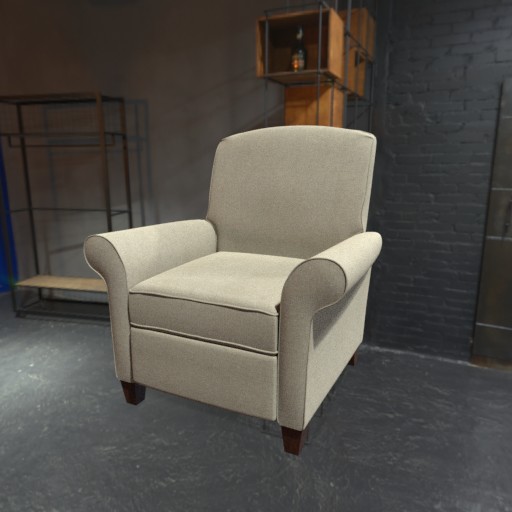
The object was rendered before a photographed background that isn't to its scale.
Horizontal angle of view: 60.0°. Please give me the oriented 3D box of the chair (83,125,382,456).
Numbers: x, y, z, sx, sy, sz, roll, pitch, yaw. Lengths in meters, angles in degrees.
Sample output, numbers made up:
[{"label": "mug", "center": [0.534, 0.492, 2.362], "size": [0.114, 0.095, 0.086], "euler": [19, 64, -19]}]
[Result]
[{"label": "chair", "center": [0.000, 0.000, 1.793], "size": [0.978, 1.061, 0.905], "euler": [6, 14, 26]}]
